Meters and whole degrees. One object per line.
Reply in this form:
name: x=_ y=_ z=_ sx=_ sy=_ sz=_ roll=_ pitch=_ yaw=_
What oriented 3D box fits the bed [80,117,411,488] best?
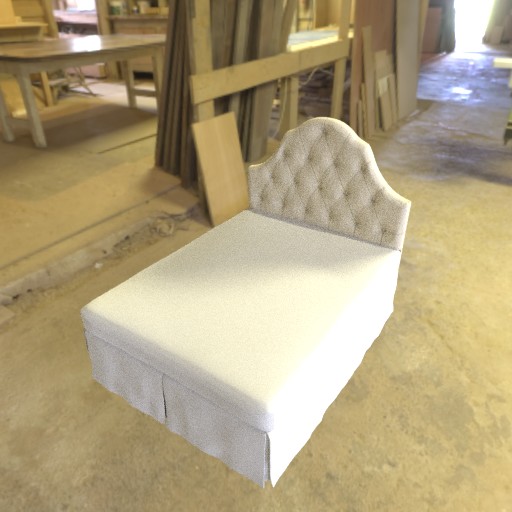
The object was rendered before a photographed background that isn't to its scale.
bed: x=0.000 y=0.000 z=3.221 sx=1.627 sy=1.575 sz=2.092 roll=19 pitch=36 yaw=29
